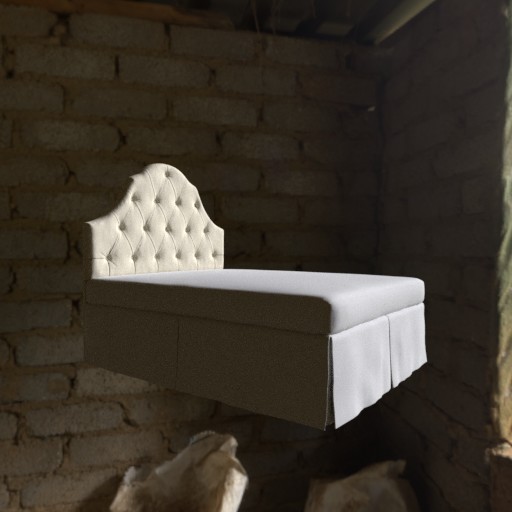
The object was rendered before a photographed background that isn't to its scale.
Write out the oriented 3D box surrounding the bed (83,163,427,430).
[{"bbox_3d":[0.000,0.000,3.288,2.092,1.575,1.627,1,2,37],"label":"bed"}]
